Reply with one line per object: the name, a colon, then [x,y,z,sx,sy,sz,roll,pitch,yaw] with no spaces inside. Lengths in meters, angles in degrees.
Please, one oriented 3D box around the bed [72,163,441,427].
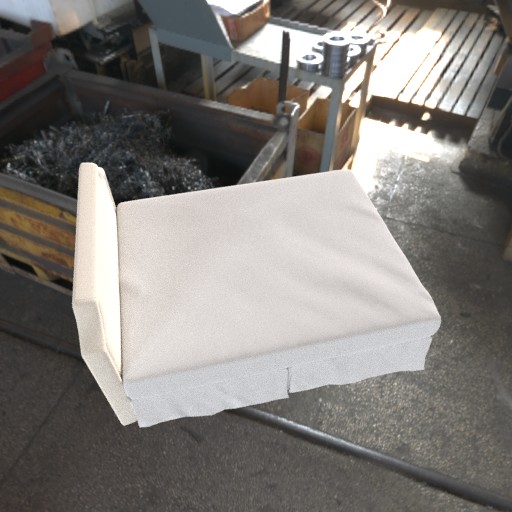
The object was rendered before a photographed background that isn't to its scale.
bed: [0.000,0.000,3.639,2.498,1.293,1.977,-10,49,-9]
